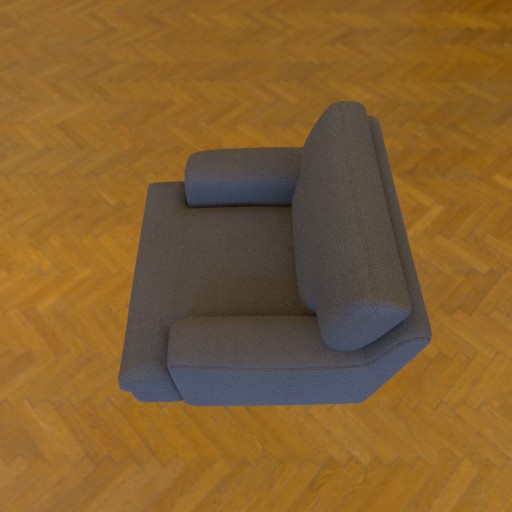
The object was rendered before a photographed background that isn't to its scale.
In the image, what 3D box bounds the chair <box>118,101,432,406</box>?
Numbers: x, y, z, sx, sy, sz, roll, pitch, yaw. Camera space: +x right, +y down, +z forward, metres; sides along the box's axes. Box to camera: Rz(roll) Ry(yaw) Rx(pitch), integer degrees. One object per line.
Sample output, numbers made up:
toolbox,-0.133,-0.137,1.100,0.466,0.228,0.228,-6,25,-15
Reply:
chair,0.000,0.000,1.982,1.143,0.940,1.168,-1,57,-1
